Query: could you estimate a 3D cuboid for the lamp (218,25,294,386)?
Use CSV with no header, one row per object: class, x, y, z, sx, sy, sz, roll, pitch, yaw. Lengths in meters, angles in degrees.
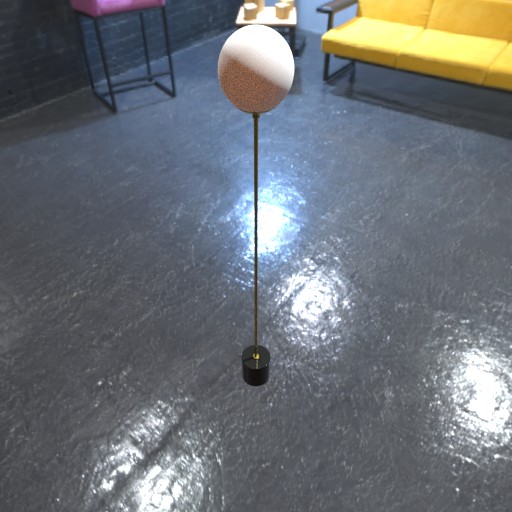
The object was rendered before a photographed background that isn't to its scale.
lamp,0.000,0.000,1.835,0.229,1.748,0.229,28,49,27
